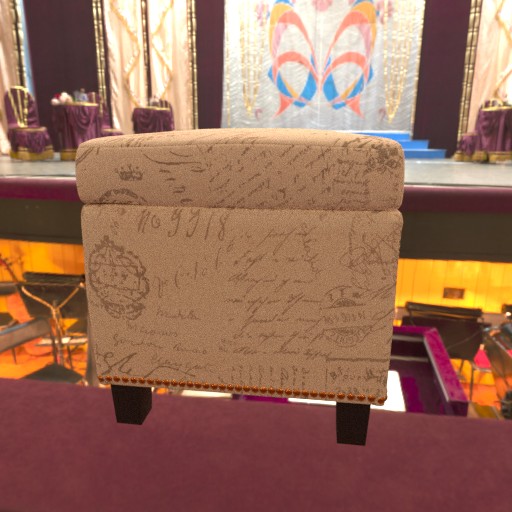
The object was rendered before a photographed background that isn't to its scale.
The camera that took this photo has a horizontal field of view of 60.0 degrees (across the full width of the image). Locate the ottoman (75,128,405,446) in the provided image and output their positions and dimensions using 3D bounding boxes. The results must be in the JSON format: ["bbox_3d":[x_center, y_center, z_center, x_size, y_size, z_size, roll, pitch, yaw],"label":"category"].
[{"bbox_3d":[0.000,0.000,0.826,0.449,0.457,0.450,2,15,8],"label":"ottoman"}]
